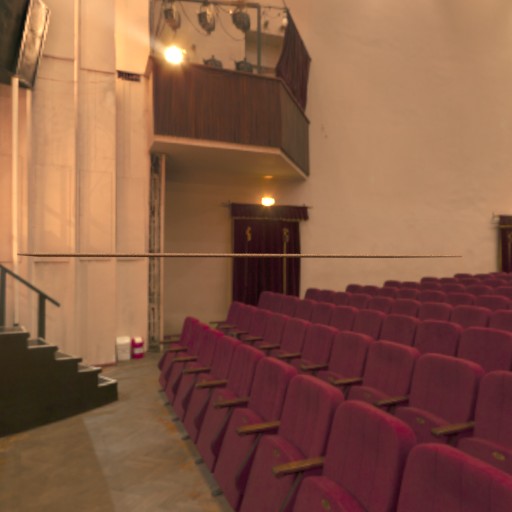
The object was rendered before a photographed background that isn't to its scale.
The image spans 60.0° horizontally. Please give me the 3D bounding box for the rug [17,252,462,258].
[{"bbox_3d":[0.000,0.000,2.387,2.196,0.011,0.662,0,-1,-20],"label":"rug"}]
